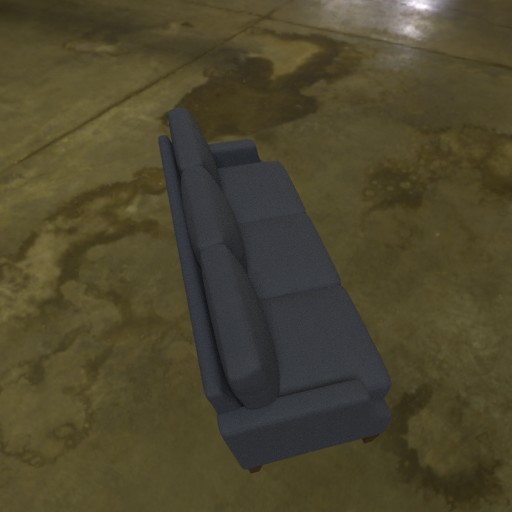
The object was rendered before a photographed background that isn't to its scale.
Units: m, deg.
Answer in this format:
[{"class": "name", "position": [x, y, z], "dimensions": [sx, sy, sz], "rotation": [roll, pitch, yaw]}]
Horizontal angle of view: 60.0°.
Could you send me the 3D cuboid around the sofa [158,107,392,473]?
[{"class": "sofa", "position": [0.000, 0.000, 2.635], "dimensions": [0.888, 0.984, 2.115], "rotation": [-10, 47, -10]}]
